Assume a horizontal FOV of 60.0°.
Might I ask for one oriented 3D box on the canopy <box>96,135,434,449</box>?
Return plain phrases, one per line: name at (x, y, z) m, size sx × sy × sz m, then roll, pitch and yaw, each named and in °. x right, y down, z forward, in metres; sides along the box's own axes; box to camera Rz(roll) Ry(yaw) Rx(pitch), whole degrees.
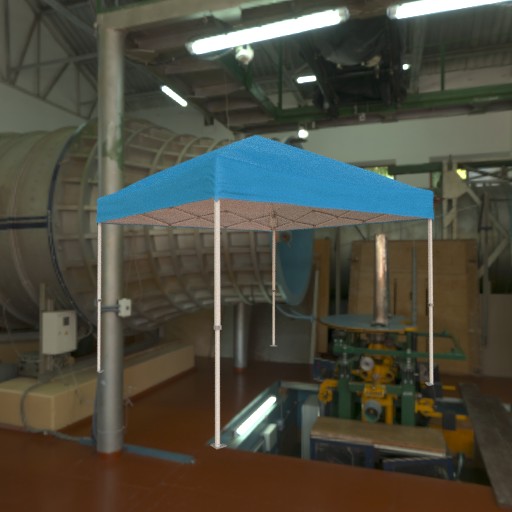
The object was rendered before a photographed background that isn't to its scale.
canopy at (0.000, 0.000, 5.480) m, size 2.998 × 2.997 × 2.996 m, roll 0°, pitch -1°, yaw -37°
